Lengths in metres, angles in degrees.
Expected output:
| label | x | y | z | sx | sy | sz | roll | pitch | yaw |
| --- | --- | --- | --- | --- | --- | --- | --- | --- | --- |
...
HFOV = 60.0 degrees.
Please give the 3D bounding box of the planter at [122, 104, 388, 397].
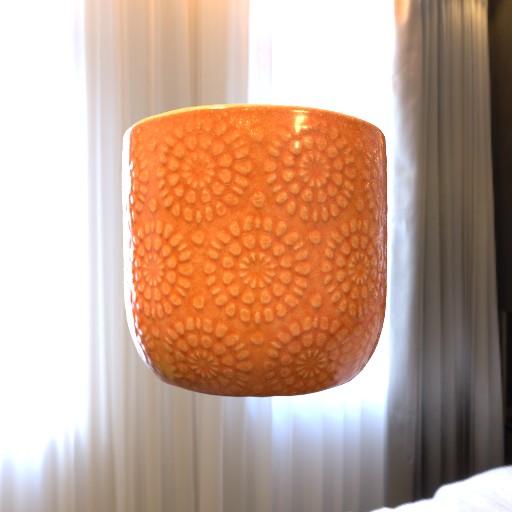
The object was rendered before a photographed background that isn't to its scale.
| label | x | y | z | sx | sy | sz | roll | pitch | yaw |
| --- | --- | --- | --- | --- | --- | --- | --- | --- | --- |
| planter | 0.000 | 0.000 | 0.290 | 0.170 | 0.152 | 0.170 | 0 | 0 | 0 |
